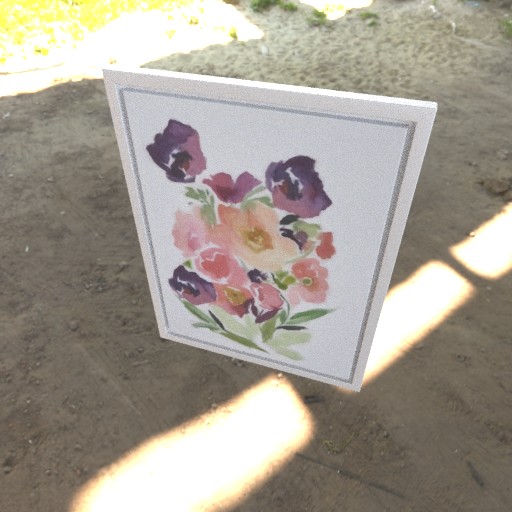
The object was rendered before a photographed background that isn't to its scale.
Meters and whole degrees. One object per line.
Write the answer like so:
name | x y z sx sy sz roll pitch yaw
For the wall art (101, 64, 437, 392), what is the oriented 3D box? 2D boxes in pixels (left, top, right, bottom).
wall art | 0.000 0.000 1.374 0.805 1.056 0.042 12 42 14
